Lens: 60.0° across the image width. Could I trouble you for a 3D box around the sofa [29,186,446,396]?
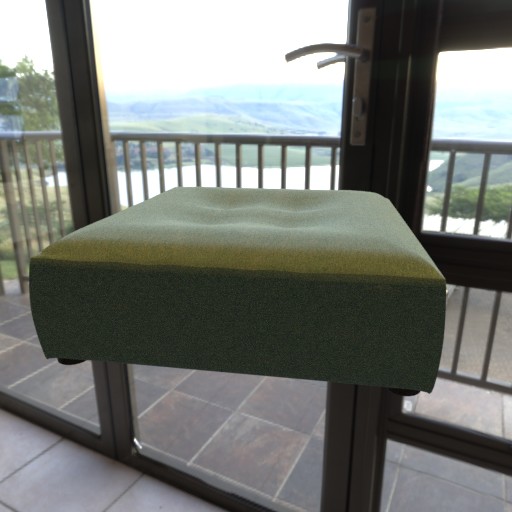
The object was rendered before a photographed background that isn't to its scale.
[{"bbox_3d":[0.000,0.000,1.413,0.930,0.330,0.930,3,17,9],"label":"sofa"}]
